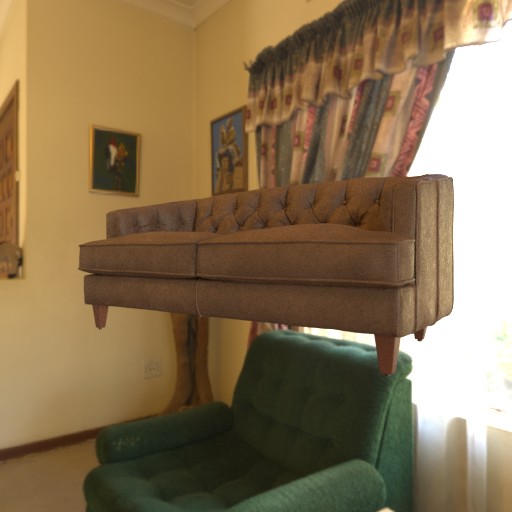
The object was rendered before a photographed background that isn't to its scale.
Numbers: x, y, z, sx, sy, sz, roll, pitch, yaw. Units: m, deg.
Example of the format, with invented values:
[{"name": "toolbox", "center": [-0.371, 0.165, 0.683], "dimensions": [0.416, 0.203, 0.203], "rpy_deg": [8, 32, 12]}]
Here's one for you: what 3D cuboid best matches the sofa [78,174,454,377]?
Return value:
[{"name": "sofa", "center": [0.000, 0.000, 2.220], "dimensions": [1.767, 0.799, 0.917], "rpy_deg": [0, 0, 36]}]
